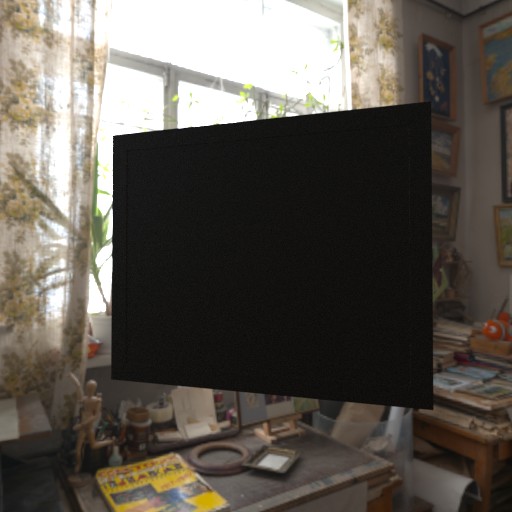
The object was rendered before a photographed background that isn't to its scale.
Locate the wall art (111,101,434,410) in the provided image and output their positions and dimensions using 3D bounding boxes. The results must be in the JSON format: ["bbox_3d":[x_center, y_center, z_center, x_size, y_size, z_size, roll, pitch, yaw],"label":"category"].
[{"bbox_3d":[0.000,0.000,0.755,0.558,0.457,0.029,0,-1,18],"label":"wall art"}]
